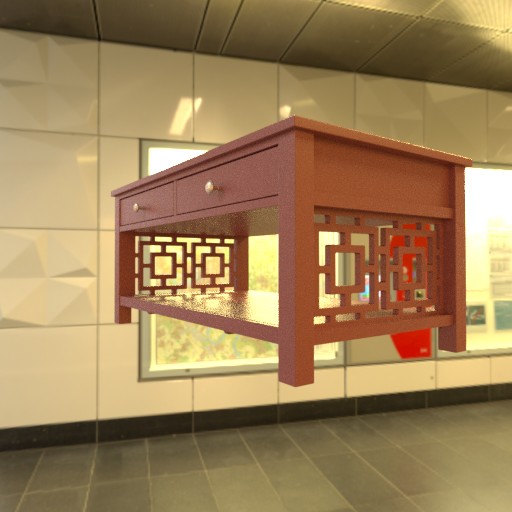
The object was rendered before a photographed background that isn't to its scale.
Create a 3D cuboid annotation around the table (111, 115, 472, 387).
[{"bbox_3d":[0.000,0.000,1.399,0.612,0.493,1.068,0,-1,-35],"label":"table"}]
